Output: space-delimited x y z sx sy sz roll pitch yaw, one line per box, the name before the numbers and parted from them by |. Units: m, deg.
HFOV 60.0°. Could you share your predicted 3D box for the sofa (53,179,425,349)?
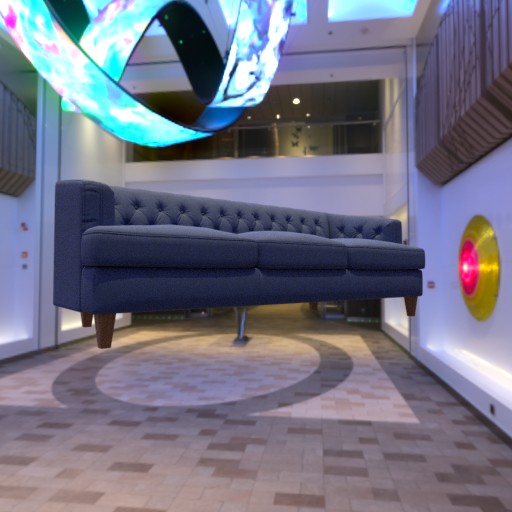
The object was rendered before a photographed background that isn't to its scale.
sofa | 0.000 0.000 2.672 2.235 0.787 0.914 2 -3 -38
